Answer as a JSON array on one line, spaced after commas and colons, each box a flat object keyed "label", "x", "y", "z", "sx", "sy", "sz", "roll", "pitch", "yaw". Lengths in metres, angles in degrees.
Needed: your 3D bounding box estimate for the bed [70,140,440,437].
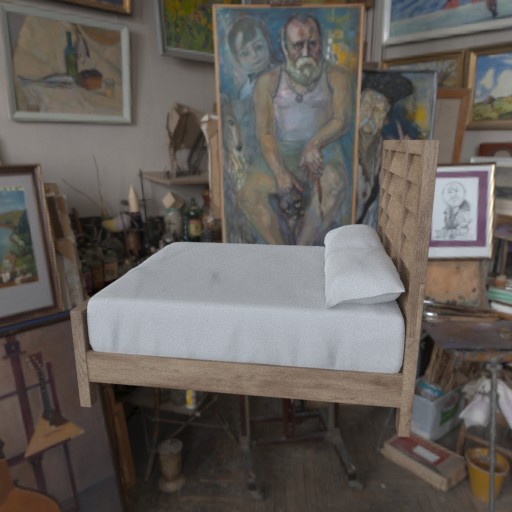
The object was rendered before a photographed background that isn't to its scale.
[{"label": "bed", "x": 0.000, "y": 0.000, "z": 3.224, "sx": 2.017, "sy": 1.631, "sz": 1.615, "roll": 2, "pitch": 15, "yaw": 8}]
